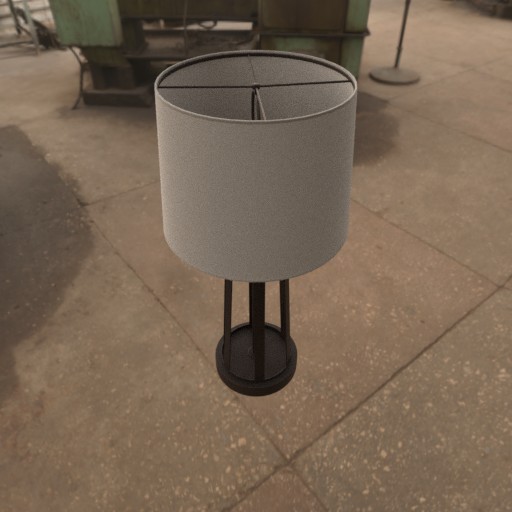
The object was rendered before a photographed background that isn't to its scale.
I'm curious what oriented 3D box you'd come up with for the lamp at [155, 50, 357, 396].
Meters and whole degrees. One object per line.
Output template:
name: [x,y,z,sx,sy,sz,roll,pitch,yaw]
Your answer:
lamp: [0.000,0.000,0.652,0.251,0.509,0.251,0,40,0]
